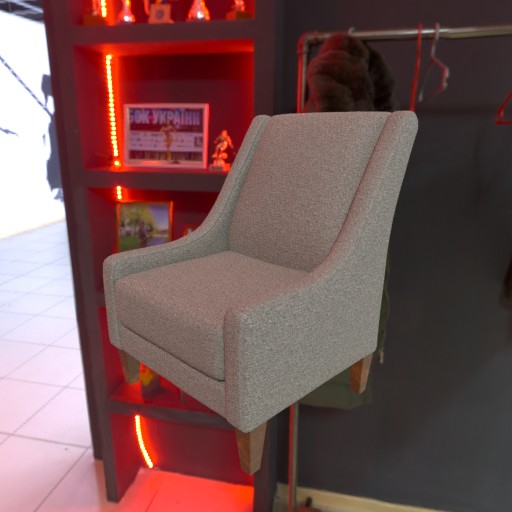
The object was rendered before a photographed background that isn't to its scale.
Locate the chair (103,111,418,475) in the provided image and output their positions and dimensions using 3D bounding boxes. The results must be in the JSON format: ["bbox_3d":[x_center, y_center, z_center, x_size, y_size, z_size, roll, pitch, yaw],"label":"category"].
[{"bbox_3d":[0.000,0.000,1.621,0.774,1.016,0.870,15,22,43],"label":"chair"}]
